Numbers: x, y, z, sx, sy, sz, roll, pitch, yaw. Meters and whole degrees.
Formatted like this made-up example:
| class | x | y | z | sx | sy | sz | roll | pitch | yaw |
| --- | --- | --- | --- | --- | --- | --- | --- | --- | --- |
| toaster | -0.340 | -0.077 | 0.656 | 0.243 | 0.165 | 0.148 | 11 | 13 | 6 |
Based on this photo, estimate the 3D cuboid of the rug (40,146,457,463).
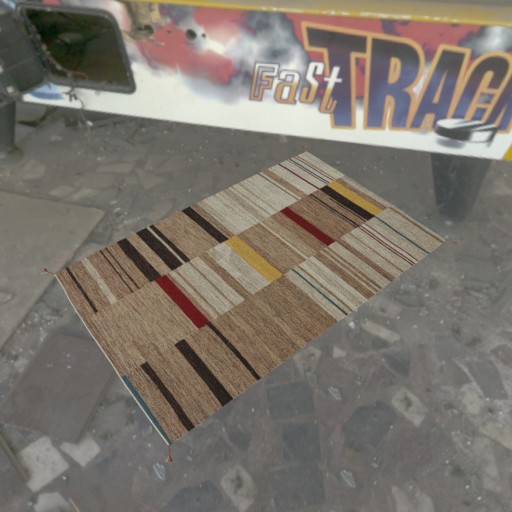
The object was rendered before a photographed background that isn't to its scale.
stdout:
| class | x | y | z | sx | sy | sz | roll | pitch | yaw |
| --- | --- | --- | --- | --- | --- | --- | --- | --- | --- |
| rug | 0.000 | 0.000 | 2.402 | 1.918 | 0.007 | 1.268 | -30 | 53 | -26 |
